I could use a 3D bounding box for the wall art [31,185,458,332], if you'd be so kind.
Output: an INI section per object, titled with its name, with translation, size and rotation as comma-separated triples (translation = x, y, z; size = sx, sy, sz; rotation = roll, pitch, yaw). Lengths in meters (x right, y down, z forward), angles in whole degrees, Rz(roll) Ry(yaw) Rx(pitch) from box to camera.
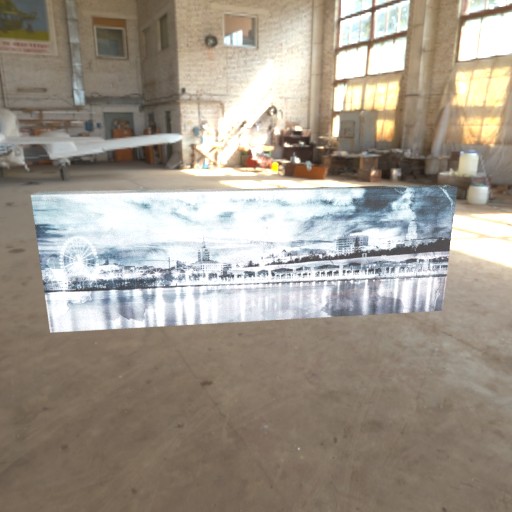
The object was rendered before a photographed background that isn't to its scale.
[wall art]
translation = 0.000, 0.000, 0.835
size = 0.759, 0.251, 0.037
rotation = -2, 16, -7
